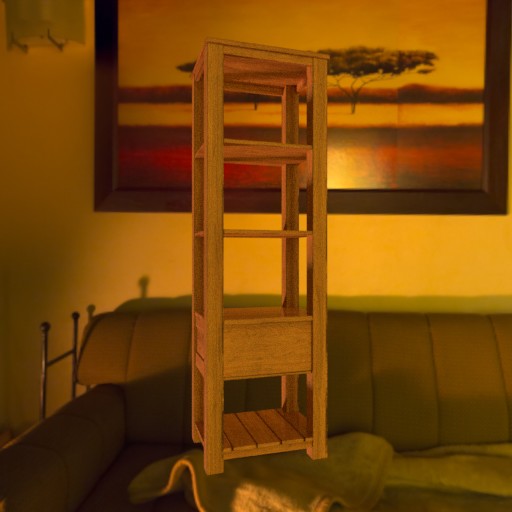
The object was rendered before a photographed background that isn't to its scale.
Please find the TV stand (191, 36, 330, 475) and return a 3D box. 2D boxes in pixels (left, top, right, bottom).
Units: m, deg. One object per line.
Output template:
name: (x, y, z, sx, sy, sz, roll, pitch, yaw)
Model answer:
TV stand: (0.000, 0.000, 2.130, 0.565, 1.828, 0.435, 0, 0, -17)
